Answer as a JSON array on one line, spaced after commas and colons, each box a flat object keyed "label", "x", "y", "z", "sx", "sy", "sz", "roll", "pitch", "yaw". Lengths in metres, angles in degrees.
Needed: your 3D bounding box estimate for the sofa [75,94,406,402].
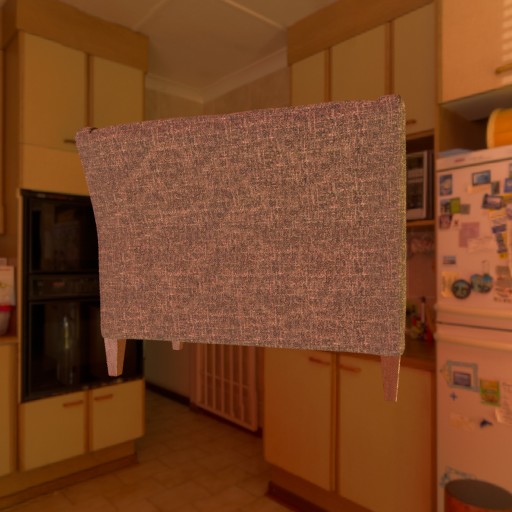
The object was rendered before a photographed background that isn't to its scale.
[{"label": "sofa", "x": 0.000, "y": 0.000, "z": 1.943, "sx": 1.242, "sy": 1.021, "sz": 0.870, "roll": 0, "pitch": -1, "yaw": 17}]
